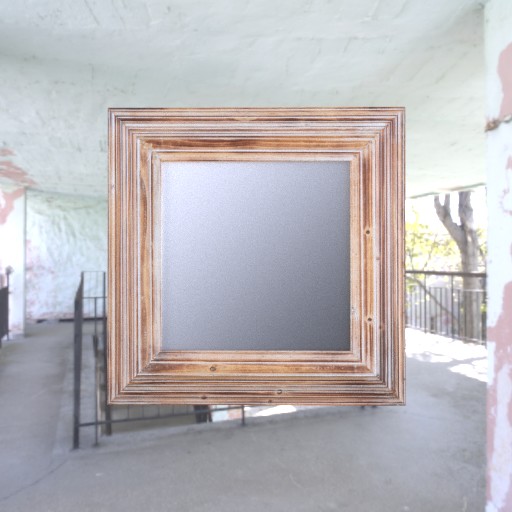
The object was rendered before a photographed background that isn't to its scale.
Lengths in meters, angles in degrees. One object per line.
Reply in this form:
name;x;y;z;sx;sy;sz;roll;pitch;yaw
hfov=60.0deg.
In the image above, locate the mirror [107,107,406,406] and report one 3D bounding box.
mirror;0.000;0.000;1.186;0.804;0.804;0.061;0;0;1
